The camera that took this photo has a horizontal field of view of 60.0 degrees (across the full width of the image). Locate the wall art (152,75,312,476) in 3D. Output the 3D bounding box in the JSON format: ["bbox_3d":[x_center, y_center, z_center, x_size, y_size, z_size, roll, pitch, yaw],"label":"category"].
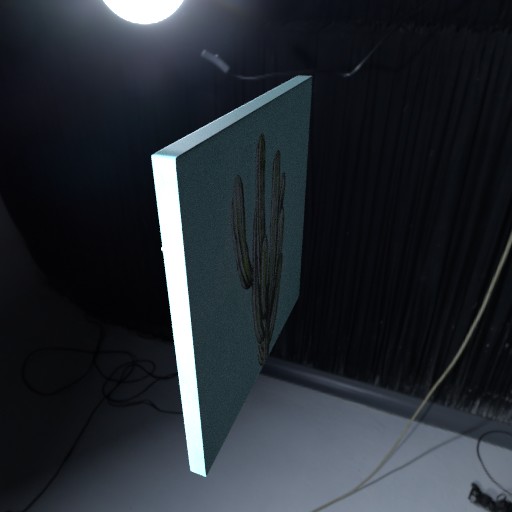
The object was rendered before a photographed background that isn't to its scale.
[{"bbox_3d":[0.000,0.000,1.606,0.070,1.073,1.071,11,33,18],"label":"wall art"}]
